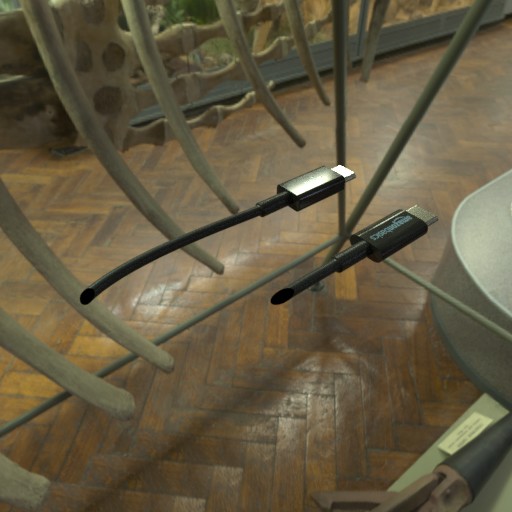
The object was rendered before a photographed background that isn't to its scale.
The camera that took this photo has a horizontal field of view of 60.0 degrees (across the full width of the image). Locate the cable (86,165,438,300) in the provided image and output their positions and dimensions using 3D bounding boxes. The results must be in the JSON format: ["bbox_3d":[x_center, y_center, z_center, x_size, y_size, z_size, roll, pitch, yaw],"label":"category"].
[{"bbox_3d":[0.000,0.000,0.111,0.098,0.006,0.040,-27,47,-28],"label":"cable"}]
